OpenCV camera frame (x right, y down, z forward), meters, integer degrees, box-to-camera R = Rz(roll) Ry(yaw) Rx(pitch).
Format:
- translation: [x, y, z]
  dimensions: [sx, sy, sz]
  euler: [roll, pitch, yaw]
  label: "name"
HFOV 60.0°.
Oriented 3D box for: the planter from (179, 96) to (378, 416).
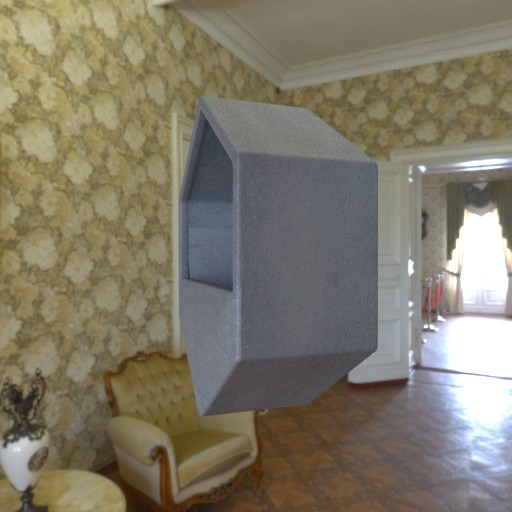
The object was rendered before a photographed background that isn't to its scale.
- translation: [0.000, 0.000, 0.298]
  dimensions: [0.077, 0.206, 0.169]
  euler: [0, 0, -19]
  label: "planter"
